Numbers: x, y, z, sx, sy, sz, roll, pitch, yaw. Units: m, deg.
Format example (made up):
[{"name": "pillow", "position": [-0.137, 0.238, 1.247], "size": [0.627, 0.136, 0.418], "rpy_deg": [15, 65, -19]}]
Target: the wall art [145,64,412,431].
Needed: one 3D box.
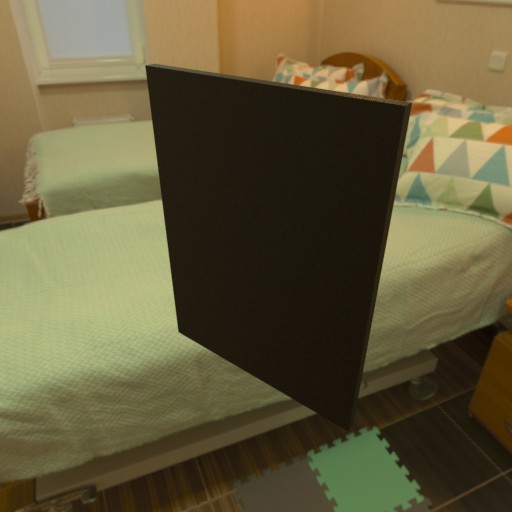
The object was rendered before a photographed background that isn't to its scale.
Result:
[{"name": "wall art", "position": [0.000, 0.000, 1.419], "size": [0.806, 1.062, 0.038], "rpy_deg": [22, 39, 31]}]
